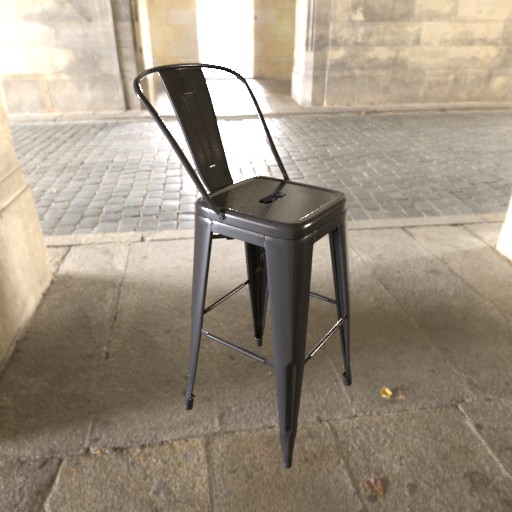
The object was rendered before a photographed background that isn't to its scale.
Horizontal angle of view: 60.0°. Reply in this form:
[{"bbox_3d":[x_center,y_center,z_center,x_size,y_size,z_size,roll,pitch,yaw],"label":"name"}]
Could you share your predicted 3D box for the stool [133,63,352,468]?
[{"bbox_3d":[0.000,0.000,1.301,0.528,1.022,0.432,18,32,31],"label":"stool"}]
